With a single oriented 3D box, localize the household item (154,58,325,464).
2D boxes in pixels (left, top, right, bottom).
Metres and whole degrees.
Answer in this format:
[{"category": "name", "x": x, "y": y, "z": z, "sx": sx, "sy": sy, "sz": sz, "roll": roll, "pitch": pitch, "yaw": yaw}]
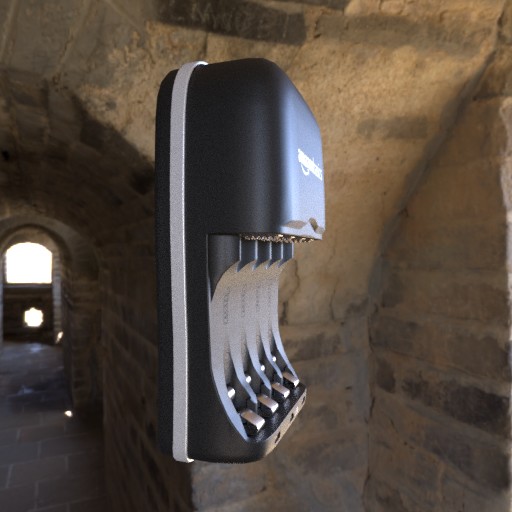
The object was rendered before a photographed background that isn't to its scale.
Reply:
[{"category": "household item", "x": 0.000, "y": 0.000, "z": 0.146, "sx": 0.038, "sy": 0.114, "sz": 0.070, "roll": 0, "pitch": 0, "yaw": 19}]
